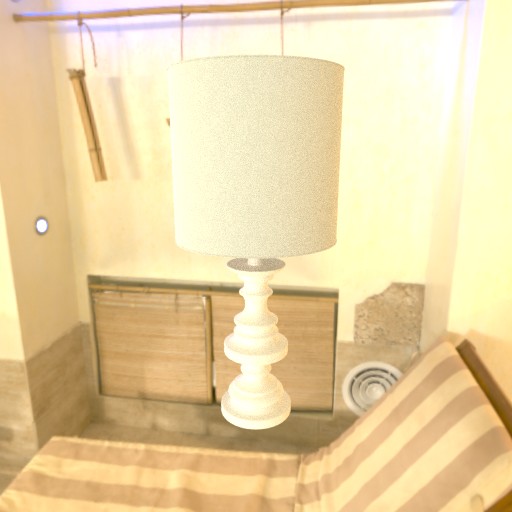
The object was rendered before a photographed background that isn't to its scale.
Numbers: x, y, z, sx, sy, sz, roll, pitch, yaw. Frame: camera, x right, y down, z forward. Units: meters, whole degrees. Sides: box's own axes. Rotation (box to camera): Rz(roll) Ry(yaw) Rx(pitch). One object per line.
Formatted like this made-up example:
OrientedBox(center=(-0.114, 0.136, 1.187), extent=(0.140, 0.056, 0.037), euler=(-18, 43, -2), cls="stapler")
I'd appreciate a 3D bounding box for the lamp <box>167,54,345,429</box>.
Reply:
OrientedBox(center=(0.000, 0.000, 0.586), extent=(0.208, 0.455, 0.208), euler=(2, 15, 8), cls="lamp")
